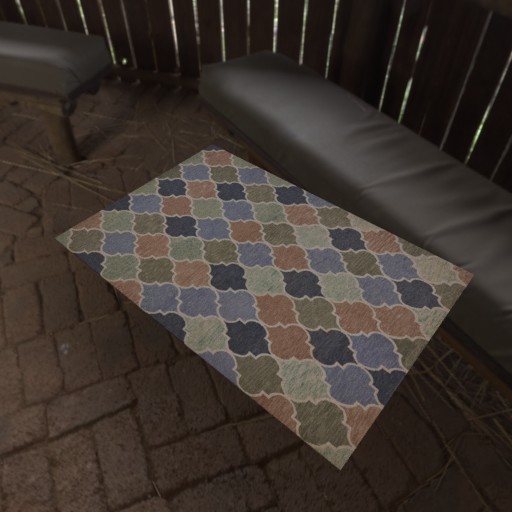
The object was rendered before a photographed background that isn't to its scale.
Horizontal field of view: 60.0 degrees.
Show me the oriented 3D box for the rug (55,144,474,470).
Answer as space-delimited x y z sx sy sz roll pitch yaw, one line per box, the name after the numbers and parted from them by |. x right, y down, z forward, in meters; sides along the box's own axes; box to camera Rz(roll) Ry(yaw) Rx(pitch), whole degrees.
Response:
0.000 0.000 2.885 2.284 0.006 1.521 32 54 27 | rug
